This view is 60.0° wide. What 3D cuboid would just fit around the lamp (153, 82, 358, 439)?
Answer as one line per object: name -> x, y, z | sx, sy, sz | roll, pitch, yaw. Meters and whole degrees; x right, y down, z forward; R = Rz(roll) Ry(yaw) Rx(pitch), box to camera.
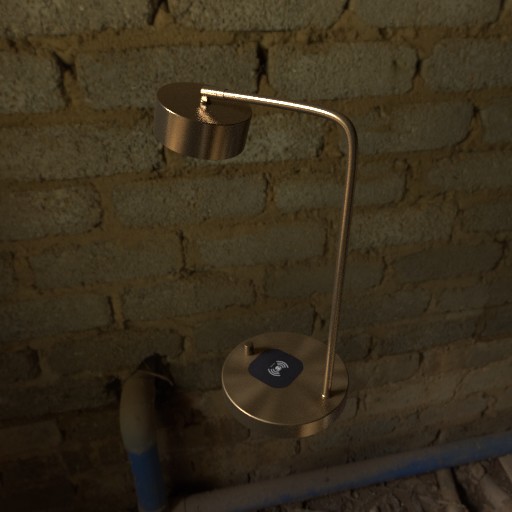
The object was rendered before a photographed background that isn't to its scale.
lamp -> 0.000, 0.000, 0.543 | 0.270, 0.380, 0.171 | 21, 36, 32
